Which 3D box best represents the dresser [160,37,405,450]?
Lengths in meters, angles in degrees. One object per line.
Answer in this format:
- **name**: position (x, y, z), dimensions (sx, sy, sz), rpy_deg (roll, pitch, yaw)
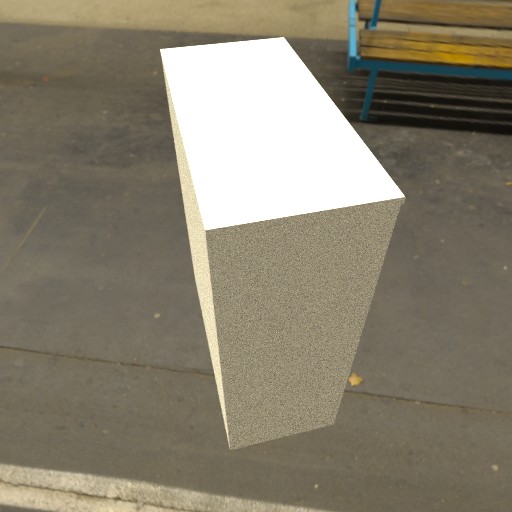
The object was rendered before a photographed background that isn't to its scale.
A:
- **dresser**: position (0.000, 0.000, 1.442), dimensions (0.380, 1.040, 0.800), rpy_deg (-10, 47, -10)
